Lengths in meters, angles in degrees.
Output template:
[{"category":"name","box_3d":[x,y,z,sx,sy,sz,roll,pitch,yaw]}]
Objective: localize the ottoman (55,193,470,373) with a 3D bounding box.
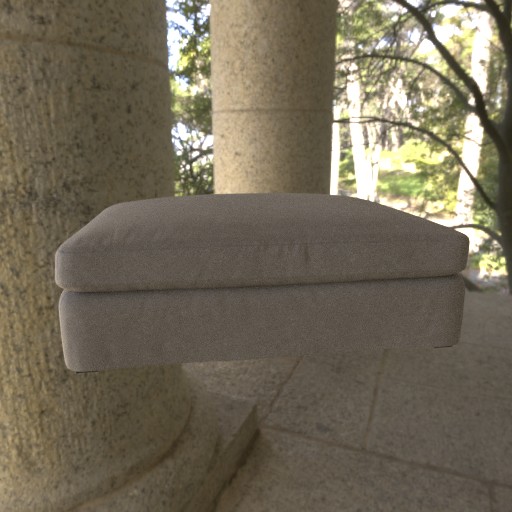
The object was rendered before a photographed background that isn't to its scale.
[{"category":"ottoman","box_3d":[0.000,0.000,1.622,1.199,0.429,0.840,-2,15,-8]}]
